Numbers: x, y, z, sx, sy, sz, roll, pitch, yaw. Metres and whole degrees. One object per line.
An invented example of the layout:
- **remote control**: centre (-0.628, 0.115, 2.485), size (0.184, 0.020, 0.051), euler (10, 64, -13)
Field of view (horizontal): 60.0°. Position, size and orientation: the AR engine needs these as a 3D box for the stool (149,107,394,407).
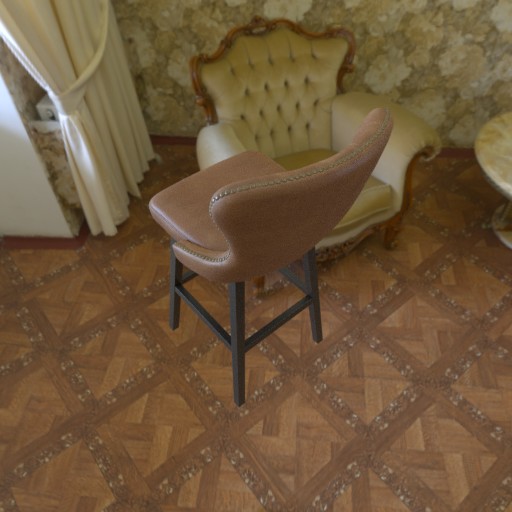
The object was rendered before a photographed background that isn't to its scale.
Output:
- **stool**: centre (0.000, 0.000, 1.410), size (0.528, 1.050, 0.601), euler (-32, 55, -26)
